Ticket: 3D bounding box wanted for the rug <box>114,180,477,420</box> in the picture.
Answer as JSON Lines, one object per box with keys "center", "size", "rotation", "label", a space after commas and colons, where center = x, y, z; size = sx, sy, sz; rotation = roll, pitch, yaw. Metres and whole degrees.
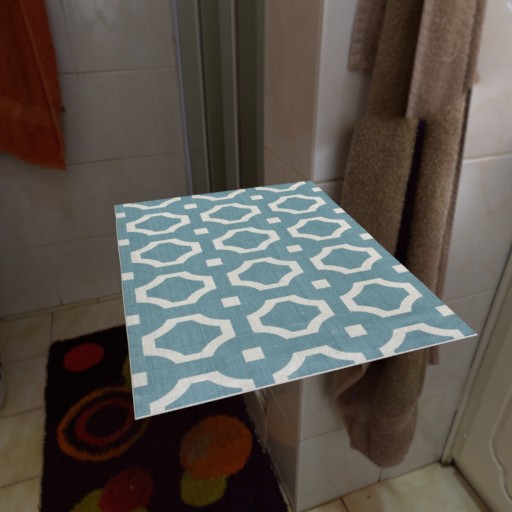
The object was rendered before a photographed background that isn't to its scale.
{"center": [0.000, 0.000, 4.179], "size": [2.466, 0.021, 3.049], "rotation": [-9, 33, -15], "label": "rug"}
